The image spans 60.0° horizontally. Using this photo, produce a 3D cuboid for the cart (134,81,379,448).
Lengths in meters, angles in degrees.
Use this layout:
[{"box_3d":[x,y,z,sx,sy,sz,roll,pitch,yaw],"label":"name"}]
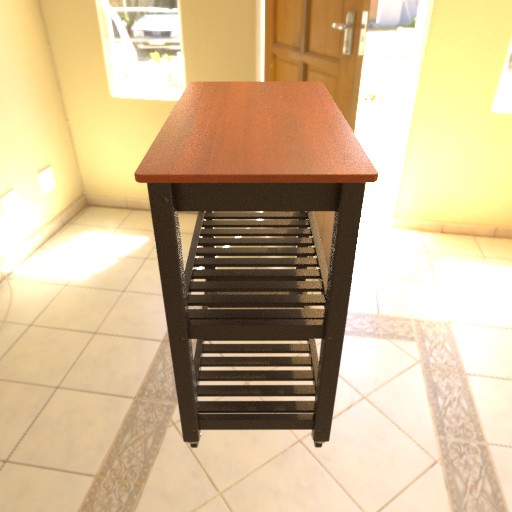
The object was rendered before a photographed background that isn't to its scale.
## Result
[{"box_3d":[0.000,0.000,1.444,0.457,0.927,0.899,0,32,0],"label":"cart"}]
